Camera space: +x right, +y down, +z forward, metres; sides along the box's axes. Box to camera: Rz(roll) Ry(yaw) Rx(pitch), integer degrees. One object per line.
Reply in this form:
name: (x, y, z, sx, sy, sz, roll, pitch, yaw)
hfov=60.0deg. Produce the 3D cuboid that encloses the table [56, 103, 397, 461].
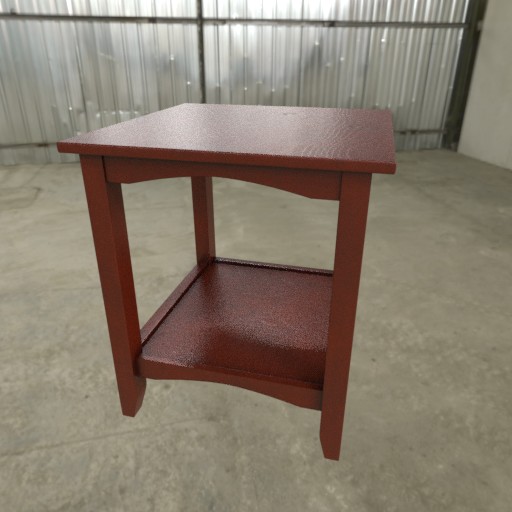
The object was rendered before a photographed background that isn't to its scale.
table: (0.000, 0.000, 0.958, 0.522, 0.558, 0.523, 8, 27, 15)
